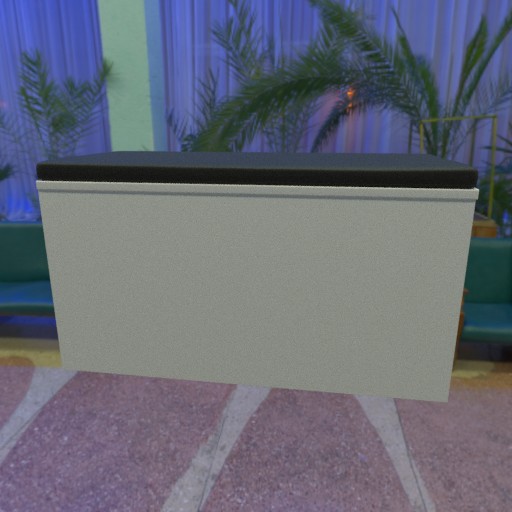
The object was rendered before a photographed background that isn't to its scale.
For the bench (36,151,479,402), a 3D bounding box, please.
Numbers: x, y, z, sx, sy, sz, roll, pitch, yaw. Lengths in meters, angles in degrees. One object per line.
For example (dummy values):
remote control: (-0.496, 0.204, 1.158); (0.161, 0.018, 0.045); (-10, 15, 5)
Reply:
bench: (0.000, 0.000, 1.131); (0.899, 0.500, 0.401); (2, 16, 8)
